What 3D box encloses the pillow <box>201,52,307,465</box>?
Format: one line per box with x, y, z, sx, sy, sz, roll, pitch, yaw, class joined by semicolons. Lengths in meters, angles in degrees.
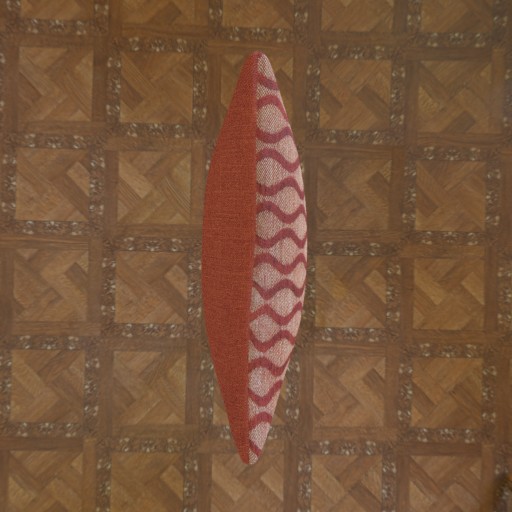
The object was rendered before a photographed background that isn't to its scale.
0.000;0.000;0.666;0.159;0.434;0.429;0;90;-1;pillow
